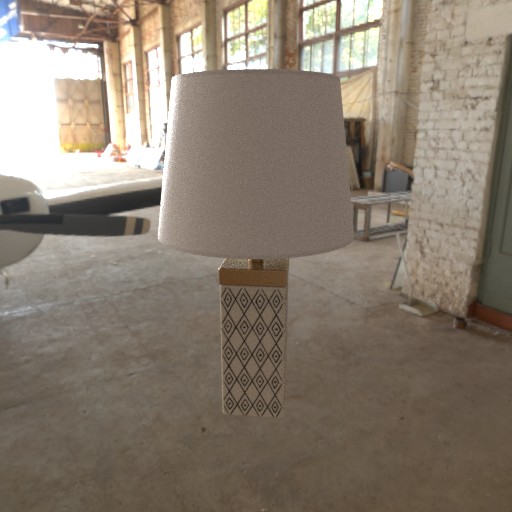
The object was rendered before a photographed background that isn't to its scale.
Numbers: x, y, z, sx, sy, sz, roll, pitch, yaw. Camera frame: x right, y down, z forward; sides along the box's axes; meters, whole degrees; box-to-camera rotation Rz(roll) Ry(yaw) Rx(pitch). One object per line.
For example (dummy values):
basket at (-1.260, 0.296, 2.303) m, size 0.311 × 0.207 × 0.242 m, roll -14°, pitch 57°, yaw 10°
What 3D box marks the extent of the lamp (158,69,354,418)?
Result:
lamp at (0.000, 0.000, 0.588) m, size 0.251 × 0.435 × 0.251 m, roll 0°, pitch 15°, yaw 0°
